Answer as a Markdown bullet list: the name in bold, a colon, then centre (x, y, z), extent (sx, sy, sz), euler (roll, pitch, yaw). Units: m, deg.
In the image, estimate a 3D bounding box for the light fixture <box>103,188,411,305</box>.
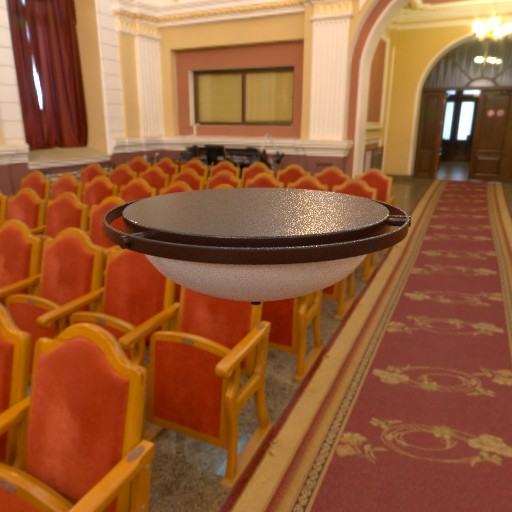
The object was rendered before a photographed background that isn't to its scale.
- **light fixture**: centre (0.000, 0.000, 0.566), extent (0.361, 0.130, 0.361), euler (0, 17, 0)
